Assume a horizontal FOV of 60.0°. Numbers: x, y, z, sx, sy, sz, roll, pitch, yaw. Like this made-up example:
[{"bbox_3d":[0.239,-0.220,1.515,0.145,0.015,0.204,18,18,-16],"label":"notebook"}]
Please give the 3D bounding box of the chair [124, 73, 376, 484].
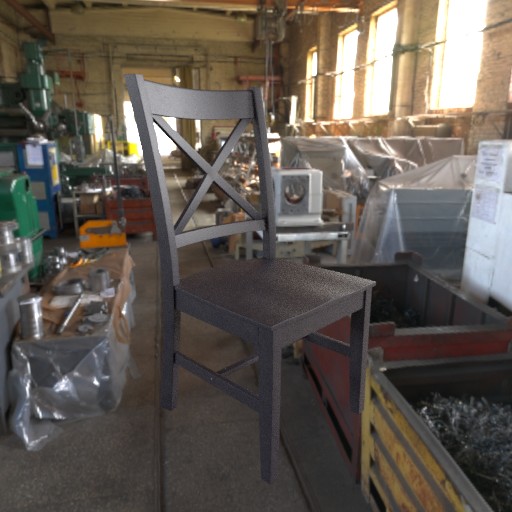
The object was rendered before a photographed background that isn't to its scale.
[{"bbox_3d":[0.000,0.000,1.285,0.542,0.983,0.485,15,21,43],"label":"chair"}]
